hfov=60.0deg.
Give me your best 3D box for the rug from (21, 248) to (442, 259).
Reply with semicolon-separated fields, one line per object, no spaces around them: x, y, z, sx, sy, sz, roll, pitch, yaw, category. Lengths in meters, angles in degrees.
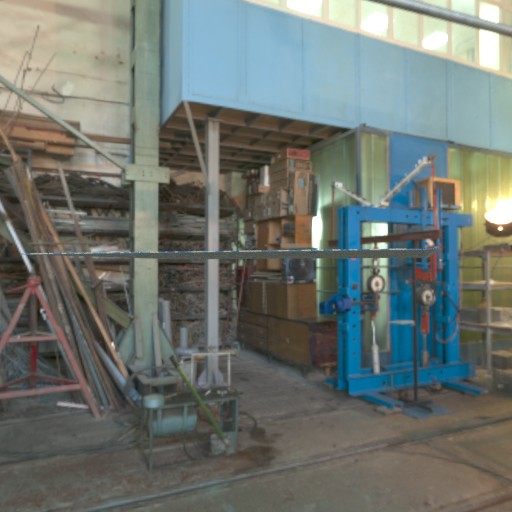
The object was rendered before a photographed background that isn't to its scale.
0.000;0.000;4.061;3.007;0.007;2.435;0;-1;19;rug
